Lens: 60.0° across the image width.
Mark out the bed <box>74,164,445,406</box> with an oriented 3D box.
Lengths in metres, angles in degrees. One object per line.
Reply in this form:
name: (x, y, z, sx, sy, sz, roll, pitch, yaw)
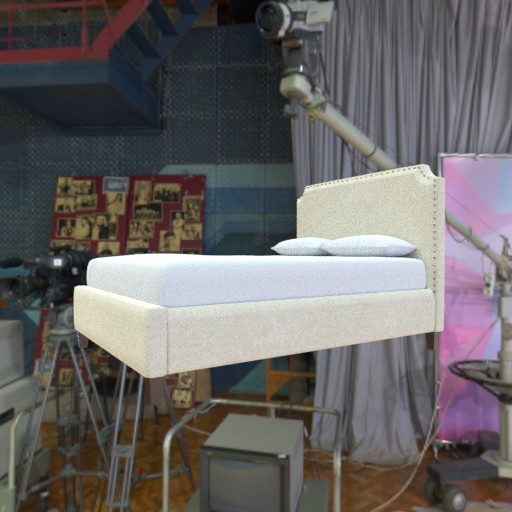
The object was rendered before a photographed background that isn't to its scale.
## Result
bed: (0.000, 0.000, 3.484, 2.381, 1.457, 1.713, 0, 1, -33)
